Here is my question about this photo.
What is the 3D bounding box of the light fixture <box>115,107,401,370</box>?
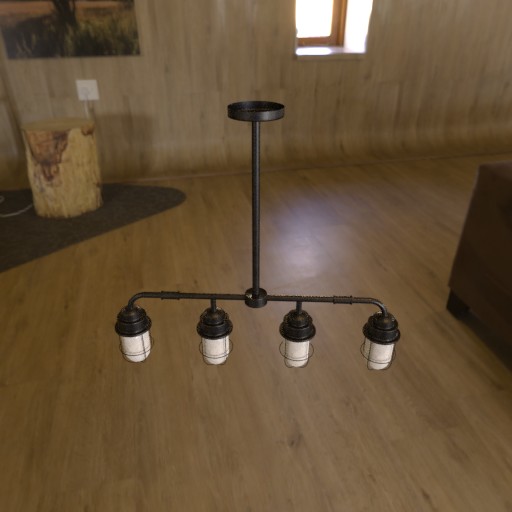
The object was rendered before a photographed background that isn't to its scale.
[{"bbox_3d":[0.000,0.000,1.204,0.852,0.785,0.131,1,29,2],"label":"light fixture"}]
